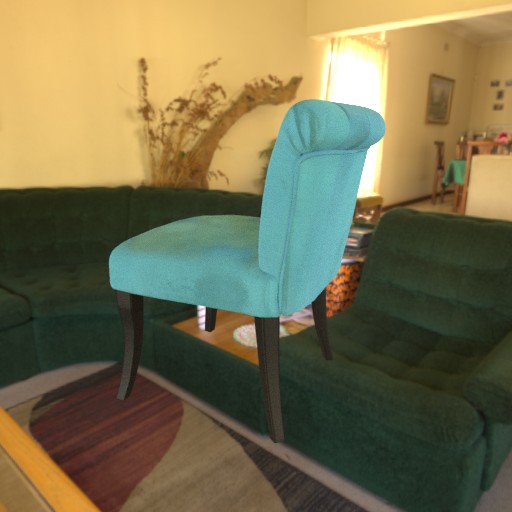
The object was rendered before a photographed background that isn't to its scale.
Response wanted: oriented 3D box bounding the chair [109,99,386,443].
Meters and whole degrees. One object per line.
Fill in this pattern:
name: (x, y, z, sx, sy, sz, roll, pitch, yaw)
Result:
chair: (0.000, 0.000, 1.187, 0.605, 0.750, 0.582, 7, 17, 24)
